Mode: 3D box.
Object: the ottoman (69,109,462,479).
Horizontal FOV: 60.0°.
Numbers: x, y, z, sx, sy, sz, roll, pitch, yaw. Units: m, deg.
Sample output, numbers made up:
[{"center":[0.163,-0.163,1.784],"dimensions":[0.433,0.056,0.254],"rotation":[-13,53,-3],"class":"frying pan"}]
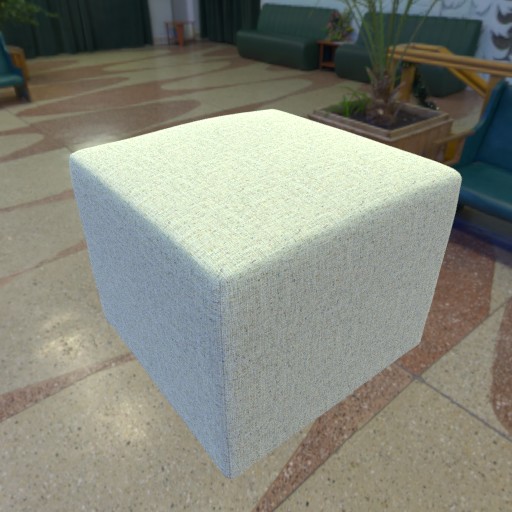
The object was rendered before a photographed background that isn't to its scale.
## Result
[{"center":[0.000,0.000,0.885],"dimensions":[0.512,0.453,0.521],"rotation":[-23,40,-31],"class":"ottoman"}]
